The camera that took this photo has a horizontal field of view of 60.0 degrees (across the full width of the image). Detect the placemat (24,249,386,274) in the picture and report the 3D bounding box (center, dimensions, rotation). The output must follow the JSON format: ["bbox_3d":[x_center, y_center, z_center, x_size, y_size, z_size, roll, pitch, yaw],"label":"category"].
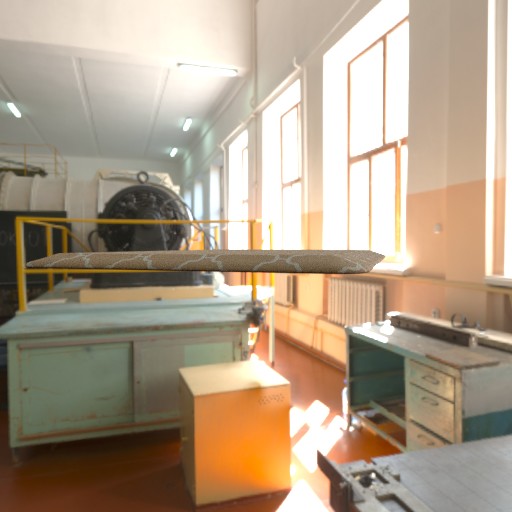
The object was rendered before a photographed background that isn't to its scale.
[{"bbox_3d":[0.000,0.000,0.936,0.508,0.021,0.762,0,1,18],"label":"placemat"}]
